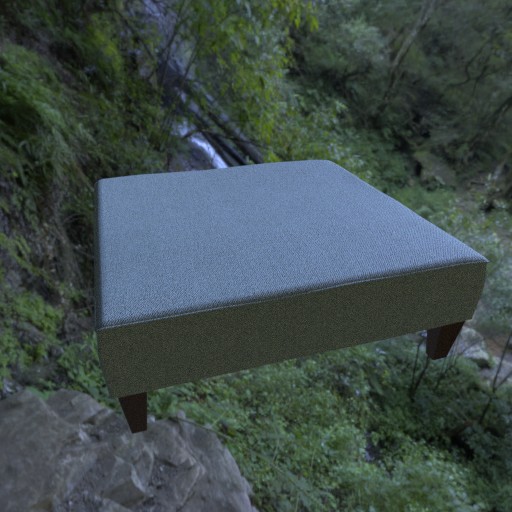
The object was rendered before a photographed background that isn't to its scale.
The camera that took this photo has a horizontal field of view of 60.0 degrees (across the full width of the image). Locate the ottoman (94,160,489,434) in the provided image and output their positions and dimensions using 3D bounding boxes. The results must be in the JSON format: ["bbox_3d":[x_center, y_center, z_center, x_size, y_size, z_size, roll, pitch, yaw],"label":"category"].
[{"bbox_3d":[0.000,0.000,1.504,1.004,0.379,0.968,-9,30,-15],"label":"ottoman"}]
